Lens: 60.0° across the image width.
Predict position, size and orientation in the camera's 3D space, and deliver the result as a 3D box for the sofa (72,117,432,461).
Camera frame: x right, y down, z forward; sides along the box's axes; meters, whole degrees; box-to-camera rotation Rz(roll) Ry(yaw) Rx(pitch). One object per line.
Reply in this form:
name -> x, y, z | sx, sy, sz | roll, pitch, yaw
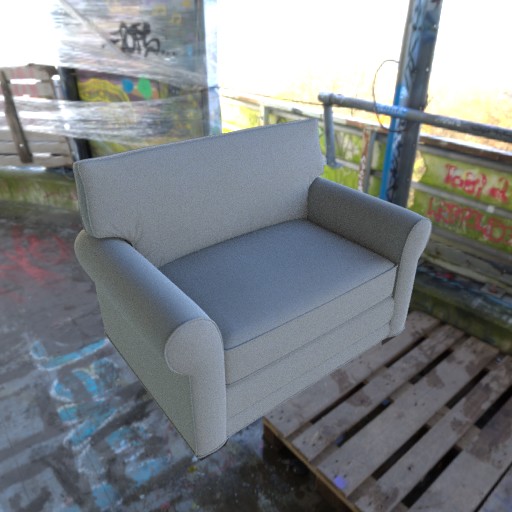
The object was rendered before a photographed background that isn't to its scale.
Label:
sofa -> 0.000, 0.000, 2.064 | 1.405, 1.006, 0.937 | -21, 35, -32
